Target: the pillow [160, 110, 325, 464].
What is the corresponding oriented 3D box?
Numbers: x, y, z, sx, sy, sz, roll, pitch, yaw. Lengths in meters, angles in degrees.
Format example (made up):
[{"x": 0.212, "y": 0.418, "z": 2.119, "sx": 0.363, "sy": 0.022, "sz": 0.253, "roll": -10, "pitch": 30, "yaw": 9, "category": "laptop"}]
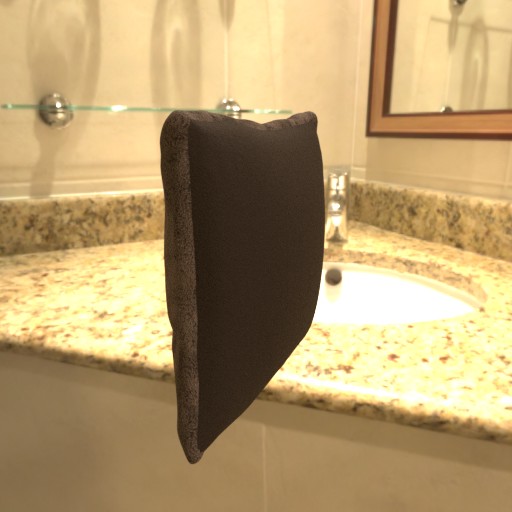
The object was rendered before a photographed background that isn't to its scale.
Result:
[{"x": 0.000, "y": 0.000, "z": 0.816, "sx": 0.204, "sy": 0.520, "sz": 0.522, "roll": 8, "pitch": 18, "yaw": 24, "category": "pillow"}]
